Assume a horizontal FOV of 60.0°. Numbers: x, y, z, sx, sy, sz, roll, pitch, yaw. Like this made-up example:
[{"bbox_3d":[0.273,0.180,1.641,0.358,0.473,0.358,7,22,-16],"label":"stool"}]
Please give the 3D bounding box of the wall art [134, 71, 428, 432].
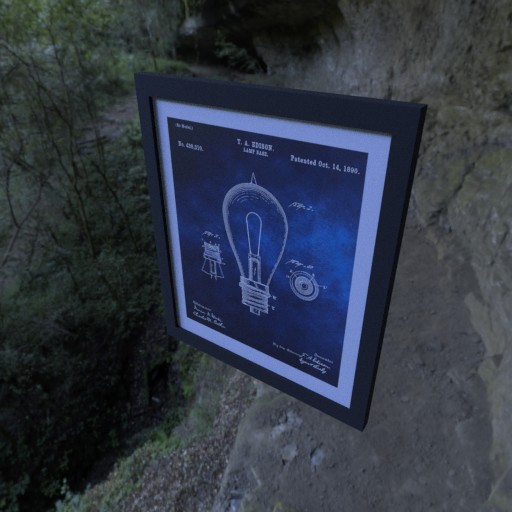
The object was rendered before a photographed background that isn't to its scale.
[{"bbox_3d":[0.000,0.000,0.696,0.428,0.505,0.023,19,35,29],"label":"wall art"}]
